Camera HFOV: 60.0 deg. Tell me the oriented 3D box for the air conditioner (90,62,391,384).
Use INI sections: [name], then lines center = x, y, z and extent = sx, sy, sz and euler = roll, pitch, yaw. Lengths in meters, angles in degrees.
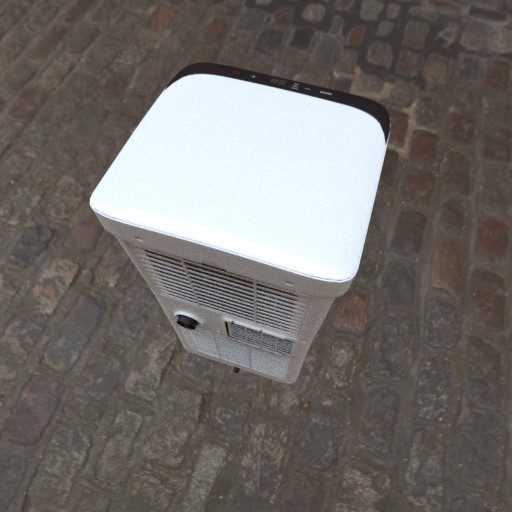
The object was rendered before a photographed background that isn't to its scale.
[air conditioner]
center = 0.000, 0.000, 0.920
extent = 0.352, 0.716, 0.369
euler = 16, 64, 8
